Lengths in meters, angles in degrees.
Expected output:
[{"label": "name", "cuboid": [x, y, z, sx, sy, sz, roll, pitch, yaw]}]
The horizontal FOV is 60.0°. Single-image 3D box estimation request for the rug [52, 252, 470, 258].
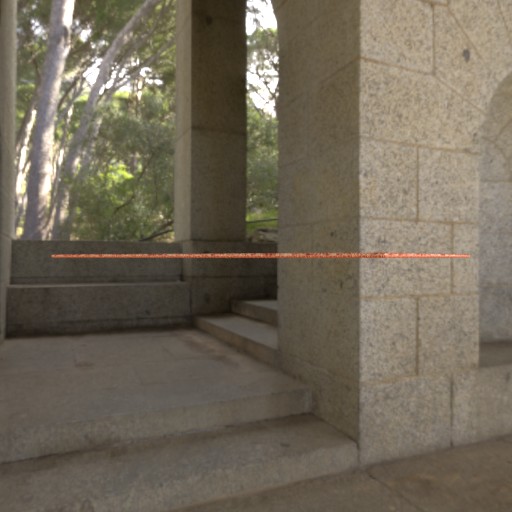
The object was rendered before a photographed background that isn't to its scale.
[{"label": "rug", "cuboid": [0.000, 0.000, 2.323, 1.829, 0.016, 1.219, 0, 0, 36]}]
